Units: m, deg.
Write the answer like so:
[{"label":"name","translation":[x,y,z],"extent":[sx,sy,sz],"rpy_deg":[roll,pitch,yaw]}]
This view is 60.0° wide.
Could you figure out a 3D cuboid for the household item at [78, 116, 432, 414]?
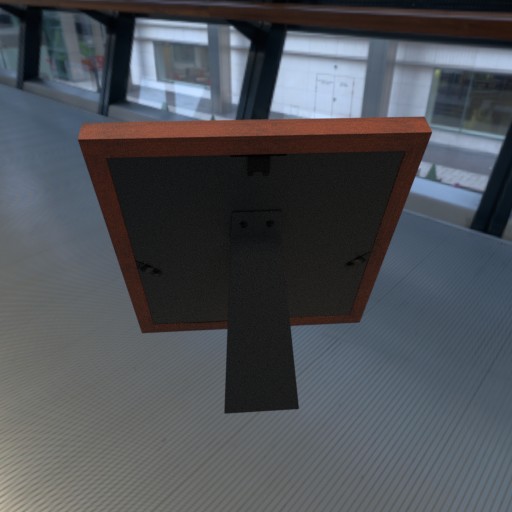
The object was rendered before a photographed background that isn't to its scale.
[{"label":"household item","translation":[0.000,0.000,0.384],"extent":[0.240,0.240,0.131],"rpy_deg":[-2,30,-4]}]
